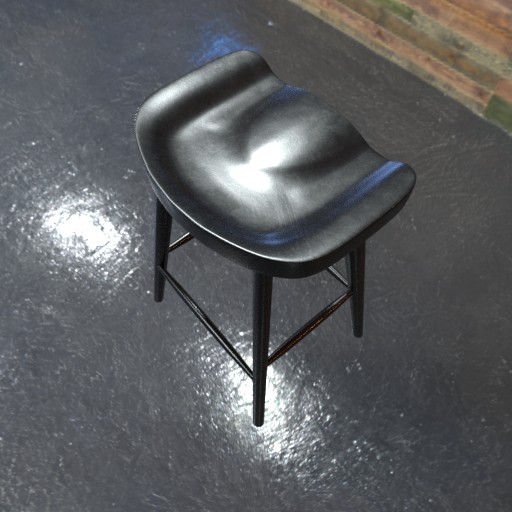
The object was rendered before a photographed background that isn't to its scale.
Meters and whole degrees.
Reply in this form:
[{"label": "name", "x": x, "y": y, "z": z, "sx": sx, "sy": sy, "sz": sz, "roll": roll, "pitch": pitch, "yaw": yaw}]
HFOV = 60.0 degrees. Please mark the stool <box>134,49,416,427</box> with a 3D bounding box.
[{"label": "stool", "x": 0.000, "y": 0.000, "z": 0.904, "sx": 0.361, "sy": 0.615, "sz": 0.440, "roll": -36, "pitch": 66, "yaw": -19}]
